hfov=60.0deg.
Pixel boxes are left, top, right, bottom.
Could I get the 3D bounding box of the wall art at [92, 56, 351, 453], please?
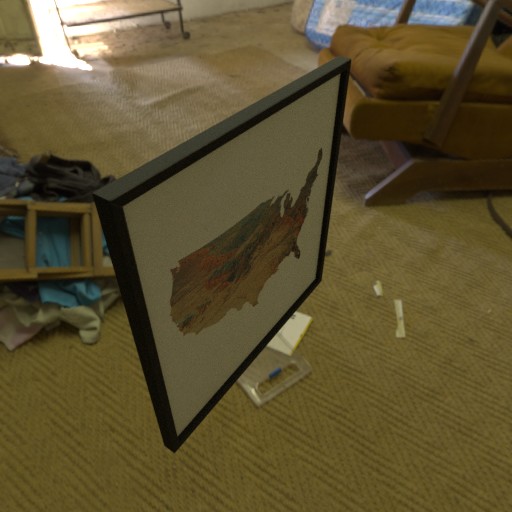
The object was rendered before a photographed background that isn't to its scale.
[{"bbox_3d":[0.000,0.000,0.443,0.015,0.303,0.304,25,47,26],"label":"wall art"}]
